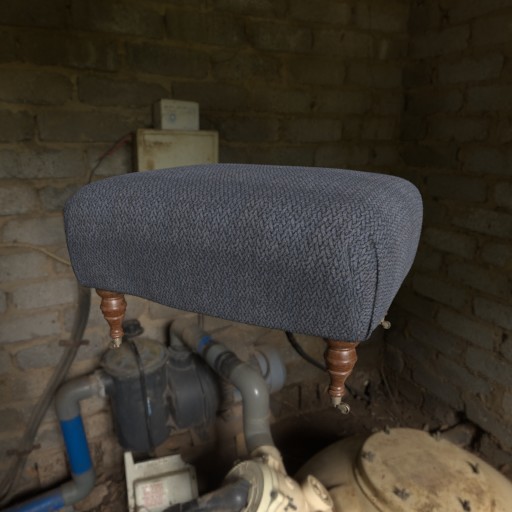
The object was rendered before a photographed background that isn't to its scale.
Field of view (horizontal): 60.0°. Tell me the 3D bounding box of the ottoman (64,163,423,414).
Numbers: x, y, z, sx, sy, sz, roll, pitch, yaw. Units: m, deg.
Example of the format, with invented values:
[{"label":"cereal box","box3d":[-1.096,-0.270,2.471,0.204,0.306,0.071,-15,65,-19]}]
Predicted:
[{"label":"ottoman","box3d":[0.000,0.000,1.137,0.747,0.450,0.622,8,18,25]}]
